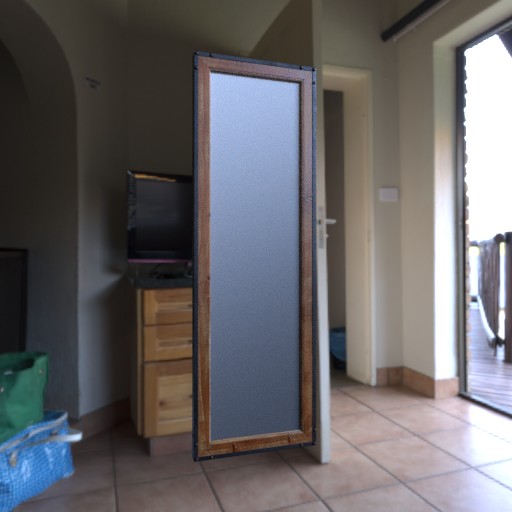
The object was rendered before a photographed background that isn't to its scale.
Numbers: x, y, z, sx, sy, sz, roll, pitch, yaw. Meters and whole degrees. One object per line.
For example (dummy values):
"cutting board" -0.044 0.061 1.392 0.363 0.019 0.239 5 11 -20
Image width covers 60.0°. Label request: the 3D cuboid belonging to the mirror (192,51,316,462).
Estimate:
"mirror" 0.000 0.000 1.226 0.354 1.080 0.042 0 0 -17
